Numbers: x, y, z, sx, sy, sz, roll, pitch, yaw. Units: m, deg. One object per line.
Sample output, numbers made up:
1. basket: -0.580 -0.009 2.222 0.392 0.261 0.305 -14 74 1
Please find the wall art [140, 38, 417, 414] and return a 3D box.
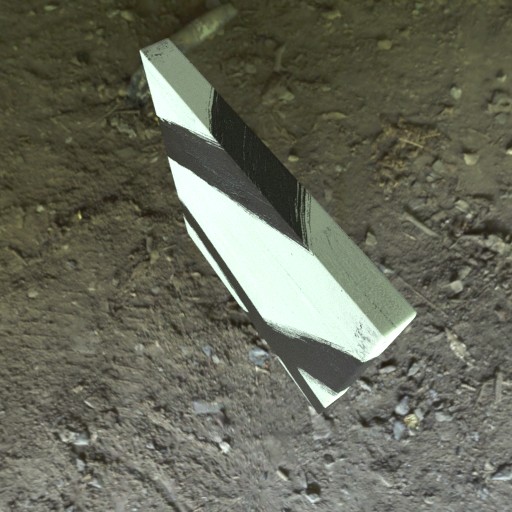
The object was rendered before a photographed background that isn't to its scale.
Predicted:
1. wall art: 0.000 0.000 0.754 0.050 0.508 0.507 -31 67 -15
